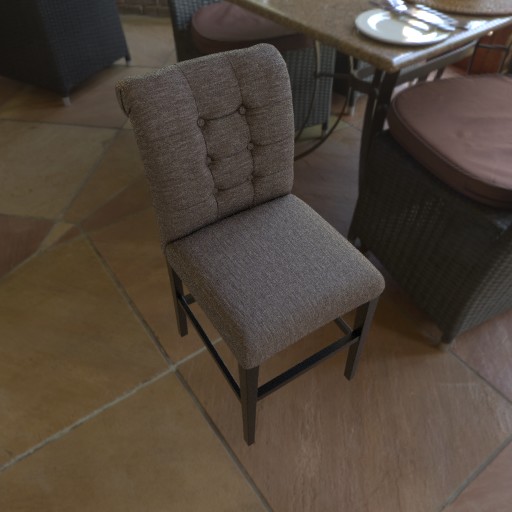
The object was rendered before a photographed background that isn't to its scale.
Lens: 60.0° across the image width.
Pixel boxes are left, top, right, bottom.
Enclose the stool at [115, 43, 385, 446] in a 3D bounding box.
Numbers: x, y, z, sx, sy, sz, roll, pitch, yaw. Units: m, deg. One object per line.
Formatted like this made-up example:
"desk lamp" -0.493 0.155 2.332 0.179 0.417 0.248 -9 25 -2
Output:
"stool" 0.000 0.000 1.303 0.457 0.970 0.611 -25 51 -22
